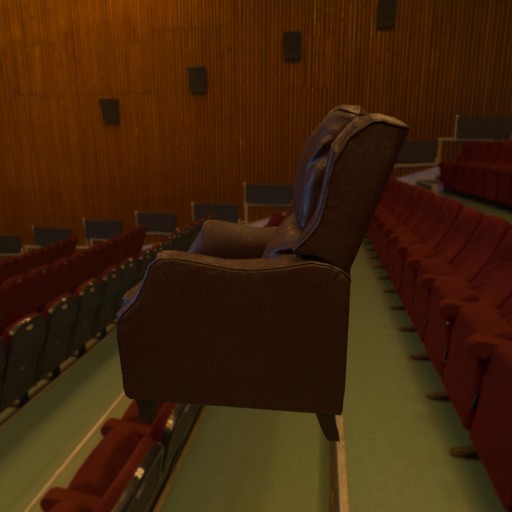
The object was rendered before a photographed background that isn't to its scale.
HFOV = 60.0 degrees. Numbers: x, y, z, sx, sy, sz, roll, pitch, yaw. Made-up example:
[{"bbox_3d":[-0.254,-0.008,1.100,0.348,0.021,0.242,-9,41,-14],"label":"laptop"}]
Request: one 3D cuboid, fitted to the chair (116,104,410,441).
[{"bbox_3d":[0.000,0.000,1.788,0.982,1.132,0.770,2,14,7],"label":"chair"}]
